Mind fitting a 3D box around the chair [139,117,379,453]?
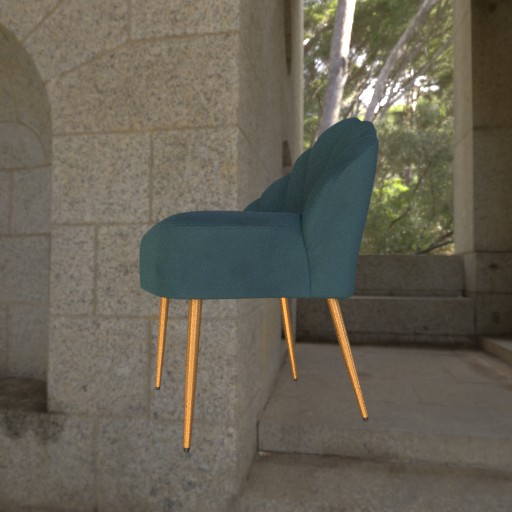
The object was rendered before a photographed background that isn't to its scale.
[{"bbox_3d":[0.000,0.000,1.228,0.599,0.819,0.657,1,-2,-19],"label":"chair"}]
